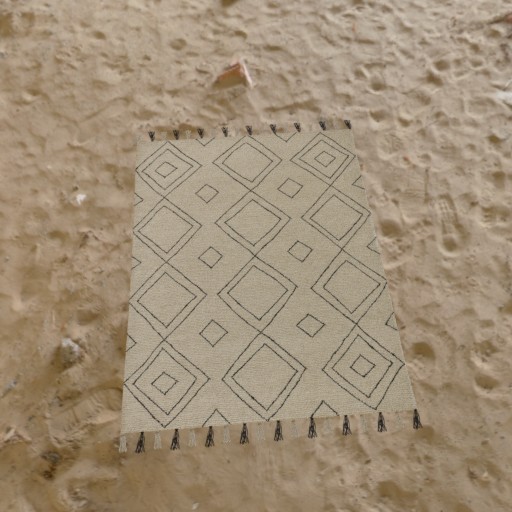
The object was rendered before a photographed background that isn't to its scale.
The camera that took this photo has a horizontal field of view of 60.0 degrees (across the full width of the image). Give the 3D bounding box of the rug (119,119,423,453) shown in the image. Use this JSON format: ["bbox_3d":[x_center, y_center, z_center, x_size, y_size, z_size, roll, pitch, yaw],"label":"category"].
[{"bbox_3d":[0.000,0.000,4.136,2.342,0.026,3.221,-4,63,-2],"label":"rug"}]
